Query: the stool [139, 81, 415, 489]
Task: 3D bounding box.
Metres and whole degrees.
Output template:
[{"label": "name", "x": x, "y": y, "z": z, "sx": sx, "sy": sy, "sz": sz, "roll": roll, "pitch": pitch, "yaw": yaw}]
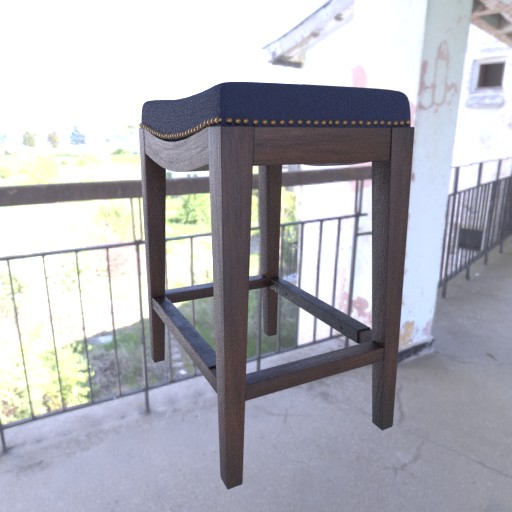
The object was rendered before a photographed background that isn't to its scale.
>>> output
[{"label": "stool", "x": 0.000, "y": 0.000, "z": 0.938, "sx": 0.361, "sy": 0.642, "sz": 0.500, "roll": -8, "pitch": 17, "yaw": -26}]
